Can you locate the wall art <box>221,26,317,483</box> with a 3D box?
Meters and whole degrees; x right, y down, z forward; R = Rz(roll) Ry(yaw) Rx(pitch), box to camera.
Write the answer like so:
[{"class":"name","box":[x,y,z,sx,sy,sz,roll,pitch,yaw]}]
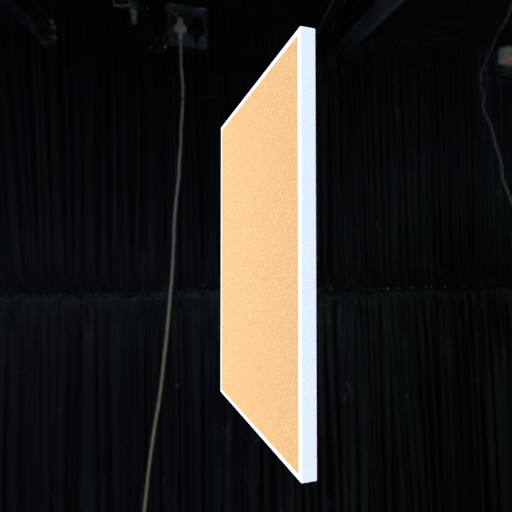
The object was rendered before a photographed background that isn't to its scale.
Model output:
[{"class":"wall art","box":[0.000,0.000,1.622,0.046,1.221,0.914,1,-2,-18]}]
